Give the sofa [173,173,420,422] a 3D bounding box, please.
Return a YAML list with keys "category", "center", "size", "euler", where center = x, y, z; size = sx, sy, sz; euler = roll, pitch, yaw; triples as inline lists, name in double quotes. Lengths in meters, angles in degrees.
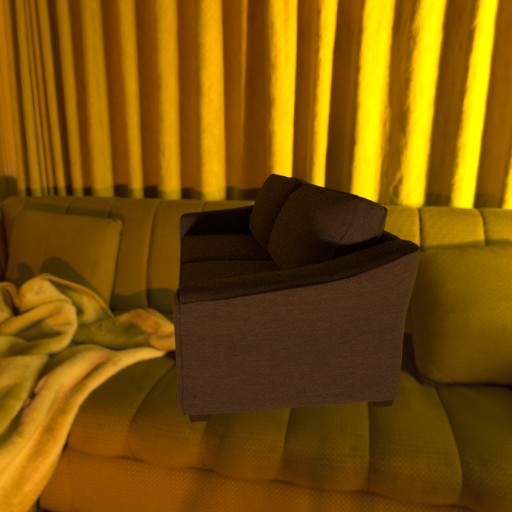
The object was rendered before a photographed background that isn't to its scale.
- category: "sofa"
  center: [0.000, 0.000, 2.777]
  size: [0.971, 0.950, 2.270]
  euler: [-2, 13, -9]
